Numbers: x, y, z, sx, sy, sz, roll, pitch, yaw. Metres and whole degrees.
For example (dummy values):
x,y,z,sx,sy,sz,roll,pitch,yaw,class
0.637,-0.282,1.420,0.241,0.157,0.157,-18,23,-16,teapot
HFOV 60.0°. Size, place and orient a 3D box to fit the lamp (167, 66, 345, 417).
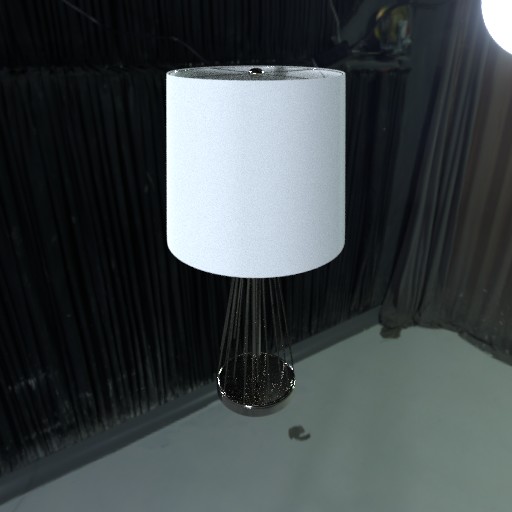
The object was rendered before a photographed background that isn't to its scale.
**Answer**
x,y,z,sx,sy,sz,roll,pitch,yaw,class
0.000,0.000,0.788,0.303,0.618,0.303,0,27,0,lamp
